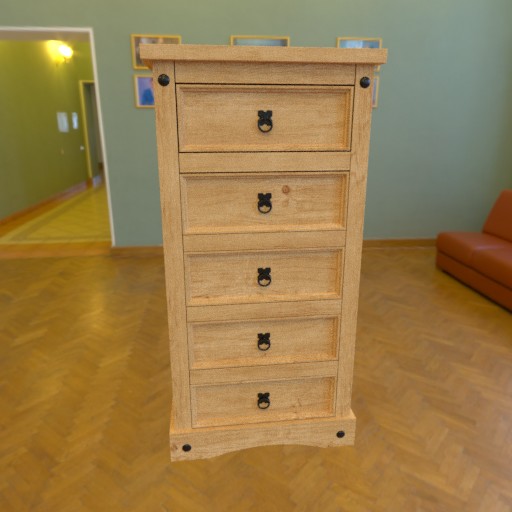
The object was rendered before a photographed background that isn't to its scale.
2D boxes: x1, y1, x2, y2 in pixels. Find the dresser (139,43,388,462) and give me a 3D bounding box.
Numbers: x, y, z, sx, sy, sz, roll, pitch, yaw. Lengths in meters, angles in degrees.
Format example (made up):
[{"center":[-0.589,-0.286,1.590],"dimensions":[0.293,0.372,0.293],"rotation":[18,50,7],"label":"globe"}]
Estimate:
[{"center":[0.000,0.000,1.271],"dimensions":[0.531,1.041,0.390],"rotation":[-2,17,-7],"label":"dresser"}]
